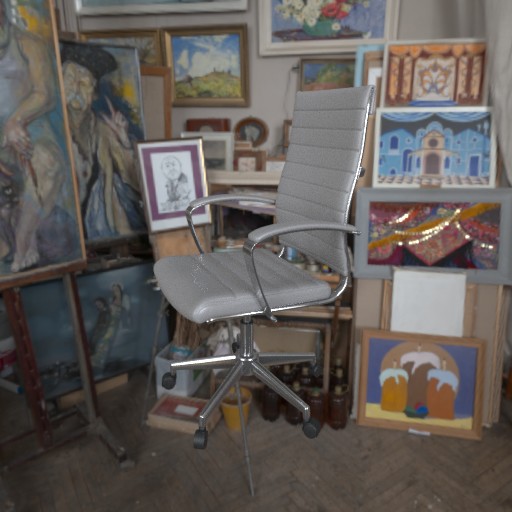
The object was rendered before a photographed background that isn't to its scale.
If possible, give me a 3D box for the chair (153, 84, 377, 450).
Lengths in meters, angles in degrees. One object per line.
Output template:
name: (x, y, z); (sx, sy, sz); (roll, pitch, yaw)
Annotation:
chair: (0.000, 0.000, 1.600); (0.667, 1.149, 0.679); (-8, 19, -25)
